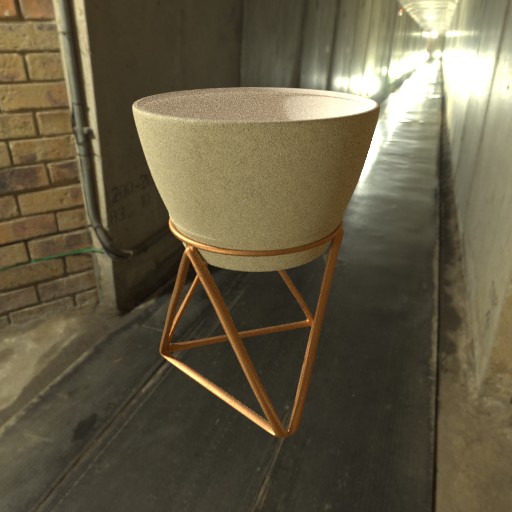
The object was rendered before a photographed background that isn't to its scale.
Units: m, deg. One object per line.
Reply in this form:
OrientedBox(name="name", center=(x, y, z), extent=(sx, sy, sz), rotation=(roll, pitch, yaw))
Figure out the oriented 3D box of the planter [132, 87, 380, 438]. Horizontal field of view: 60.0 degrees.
OrientedBox(name="planter", center=(0.000, 0.000, 0.755), extent=(0.350, 0.504, 0.350), rotation=(-8, 28, -15))
